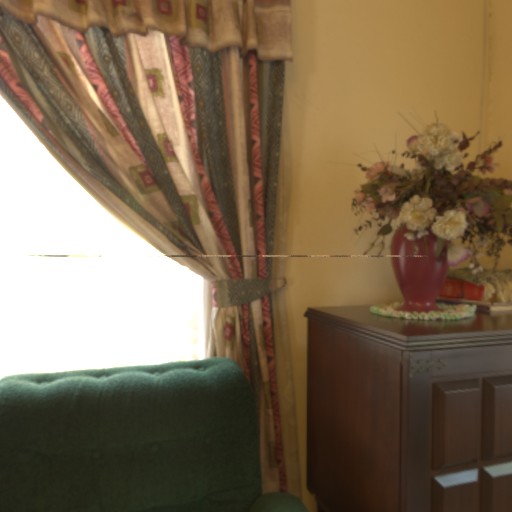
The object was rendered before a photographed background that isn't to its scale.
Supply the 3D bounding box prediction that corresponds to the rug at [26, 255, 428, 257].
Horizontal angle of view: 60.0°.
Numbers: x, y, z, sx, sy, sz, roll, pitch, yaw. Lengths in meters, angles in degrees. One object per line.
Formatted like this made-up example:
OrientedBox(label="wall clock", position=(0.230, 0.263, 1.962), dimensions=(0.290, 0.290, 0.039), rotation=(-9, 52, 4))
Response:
OrientedBox(label="rug", position=(0.000, 0.000, 2.736), dimensions=(2.440, 0.009, 0.760), rotation=(0, 0, -35))
